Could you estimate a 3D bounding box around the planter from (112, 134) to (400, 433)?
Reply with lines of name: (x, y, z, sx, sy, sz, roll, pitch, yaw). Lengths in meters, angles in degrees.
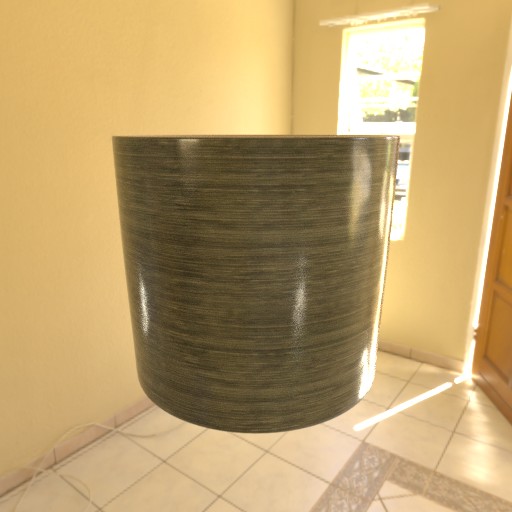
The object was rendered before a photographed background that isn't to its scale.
planter: (0.000, 0.000, 0.383, 0.221, 0.201, 0.221, 0, 16, 0)
